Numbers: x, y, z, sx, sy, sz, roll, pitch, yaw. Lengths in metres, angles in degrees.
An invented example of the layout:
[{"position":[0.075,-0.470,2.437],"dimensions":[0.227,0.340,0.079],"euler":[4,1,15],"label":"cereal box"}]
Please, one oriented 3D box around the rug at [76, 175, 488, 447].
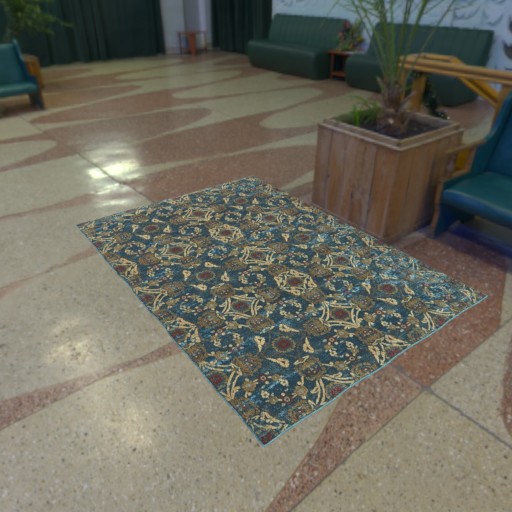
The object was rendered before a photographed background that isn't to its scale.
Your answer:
[{"position":[0.000,0.000,2.810],"dimensions":[1.567,0.014,2.207],"euler":[-22,38,-30],"label":"rug"}]
